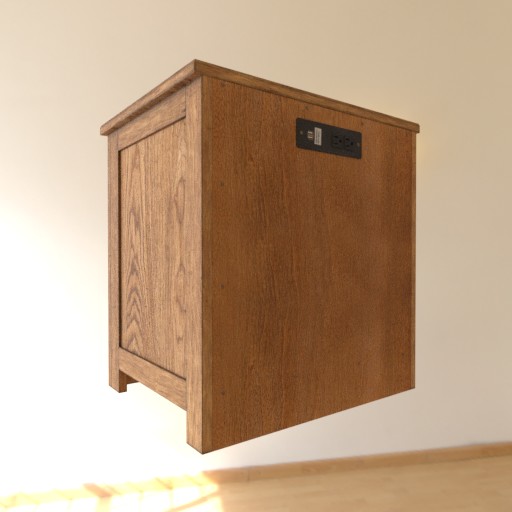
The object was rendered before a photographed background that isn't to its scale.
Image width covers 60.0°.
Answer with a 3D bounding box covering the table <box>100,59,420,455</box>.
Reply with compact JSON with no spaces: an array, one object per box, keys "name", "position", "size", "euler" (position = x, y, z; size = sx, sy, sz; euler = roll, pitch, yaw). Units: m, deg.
[{"name":"table","position":[0.000,0.000,1.068],"size":[0.601,0.625,0.494],"euler":[-1,1,-37]}]
